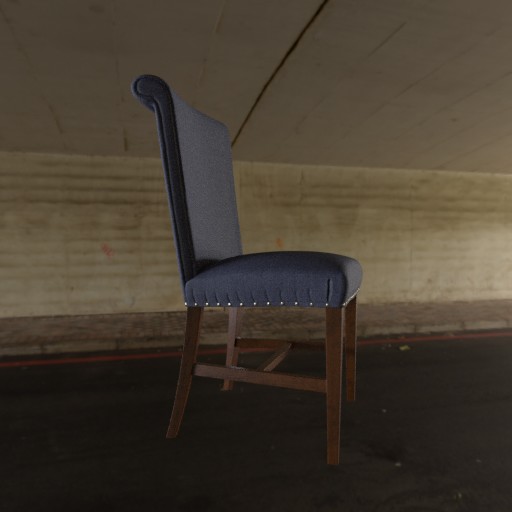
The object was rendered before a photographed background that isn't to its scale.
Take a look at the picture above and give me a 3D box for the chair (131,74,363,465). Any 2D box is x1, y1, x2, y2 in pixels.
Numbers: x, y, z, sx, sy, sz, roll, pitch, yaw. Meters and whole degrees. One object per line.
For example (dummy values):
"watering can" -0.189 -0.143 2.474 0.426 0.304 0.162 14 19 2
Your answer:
"chair" 0.000 0.000 1.361 0.608 0.988 0.513 0 1 17
